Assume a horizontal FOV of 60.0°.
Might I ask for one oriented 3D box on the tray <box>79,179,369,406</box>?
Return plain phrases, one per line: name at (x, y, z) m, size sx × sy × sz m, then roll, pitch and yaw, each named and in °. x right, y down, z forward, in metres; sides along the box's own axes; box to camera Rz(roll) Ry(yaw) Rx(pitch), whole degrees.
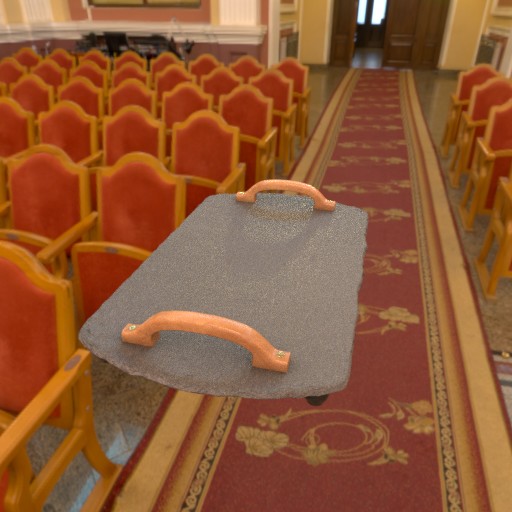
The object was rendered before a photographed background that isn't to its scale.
tray at (0.000, 0.000, 0.479) m, size 0.231 × 0.062 × 0.387 m, roll 8°, pitch 30°, yaw 13°
